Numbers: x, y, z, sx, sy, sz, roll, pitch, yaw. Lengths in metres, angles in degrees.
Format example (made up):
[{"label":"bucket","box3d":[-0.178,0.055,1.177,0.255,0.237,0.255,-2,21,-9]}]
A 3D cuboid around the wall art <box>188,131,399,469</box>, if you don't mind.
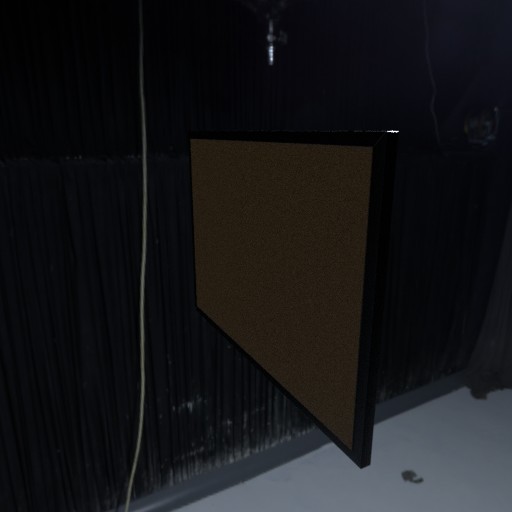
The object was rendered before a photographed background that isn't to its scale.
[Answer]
[{"label":"wall art","box3d":[0.000,0.000,0.565,0.013,0.306,0.440,-8,18,-27]}]
